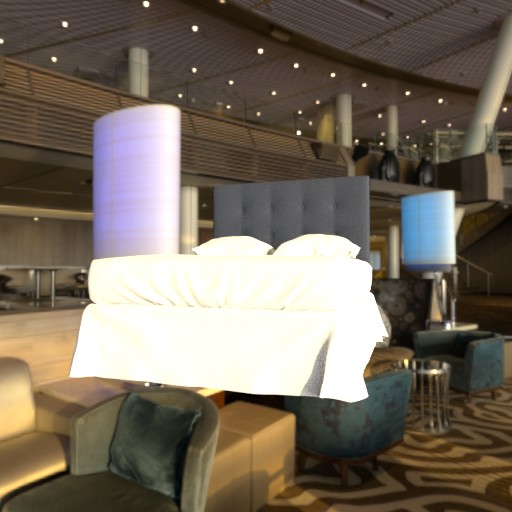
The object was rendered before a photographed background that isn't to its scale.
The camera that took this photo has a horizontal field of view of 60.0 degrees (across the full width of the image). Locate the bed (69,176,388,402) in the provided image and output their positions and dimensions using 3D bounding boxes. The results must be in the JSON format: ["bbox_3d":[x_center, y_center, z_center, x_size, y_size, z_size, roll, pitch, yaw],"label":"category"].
[{"bbox_3d":[0.000,0.000,3.545,1.936,1.577,2.222,-1,-2,19],"label":"bed"}]
